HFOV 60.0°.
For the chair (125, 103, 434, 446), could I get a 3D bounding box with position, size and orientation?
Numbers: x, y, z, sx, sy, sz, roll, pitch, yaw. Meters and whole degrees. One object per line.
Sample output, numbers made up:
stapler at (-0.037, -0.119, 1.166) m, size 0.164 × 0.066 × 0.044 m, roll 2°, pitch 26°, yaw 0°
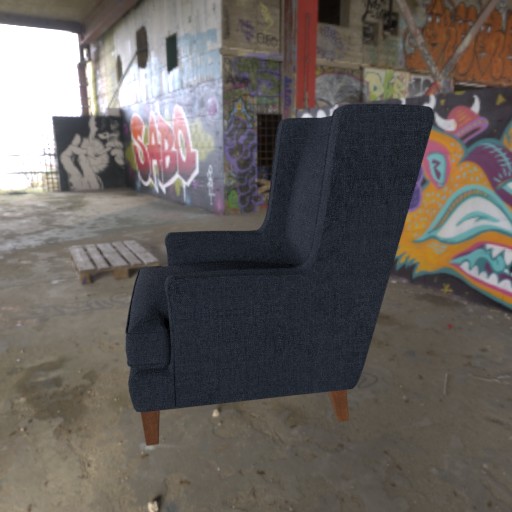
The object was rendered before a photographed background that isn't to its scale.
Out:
chair at (0.000, 0.000, 1.719) m, size 0.947 × 1.072 × 0.764 m, roll -3°, pitch 14°, yaw -11°
